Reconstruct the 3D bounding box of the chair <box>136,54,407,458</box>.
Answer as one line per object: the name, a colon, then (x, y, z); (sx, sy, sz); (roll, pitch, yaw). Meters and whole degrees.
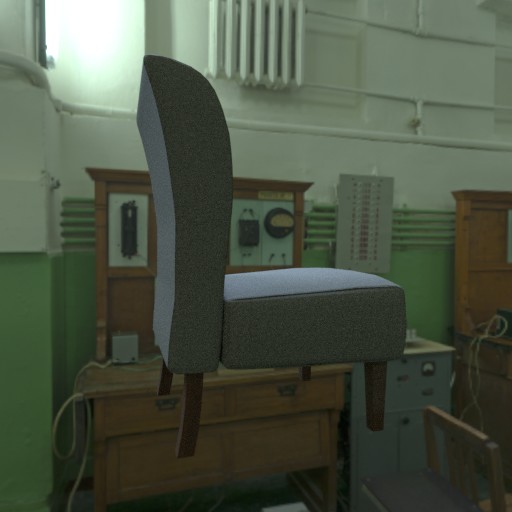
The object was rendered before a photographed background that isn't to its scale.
chair: (0.000, 0.000, 1.153); (0.592, 0.804, 0.513); (0, 2, -18)
